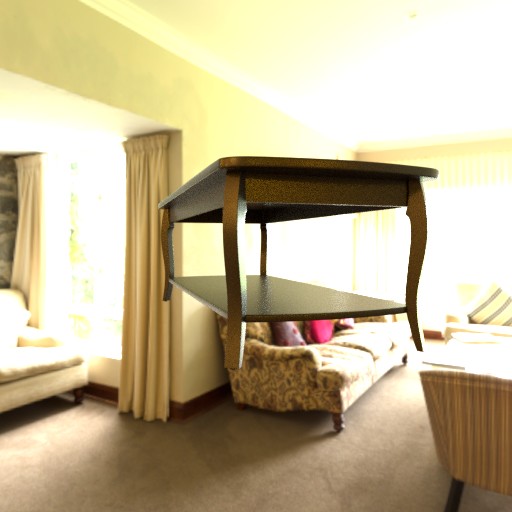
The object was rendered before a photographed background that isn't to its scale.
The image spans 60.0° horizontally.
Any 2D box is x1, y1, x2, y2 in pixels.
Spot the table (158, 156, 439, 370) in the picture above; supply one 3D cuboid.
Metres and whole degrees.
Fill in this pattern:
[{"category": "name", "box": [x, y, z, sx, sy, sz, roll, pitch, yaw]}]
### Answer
[{"category": "table", "box": [0.000, 0.000, 1.603, 0.571, 0.457, 1.333, -1, 2, -18]}]
